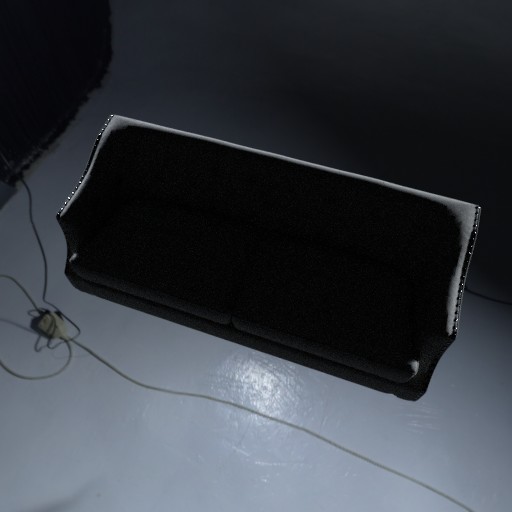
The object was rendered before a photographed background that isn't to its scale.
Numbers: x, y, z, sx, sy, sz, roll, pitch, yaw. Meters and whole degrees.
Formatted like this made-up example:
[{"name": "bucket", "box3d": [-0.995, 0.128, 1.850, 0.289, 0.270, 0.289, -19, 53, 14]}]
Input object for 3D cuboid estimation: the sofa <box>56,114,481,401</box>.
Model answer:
[{"name": "sofa", "box3d": [0.000, 0.000, 2.668, 2.235, 0.901, 0.914, 16, 59, 10]}]
